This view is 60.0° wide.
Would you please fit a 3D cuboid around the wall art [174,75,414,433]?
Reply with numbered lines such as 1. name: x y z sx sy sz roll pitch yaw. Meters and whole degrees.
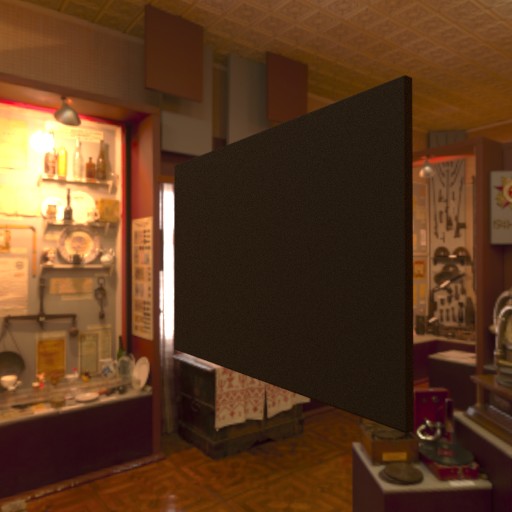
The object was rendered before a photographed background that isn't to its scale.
1. wall art: 0.000 0.000 1.205 0.026 0.656 0.958 1 -1 -36
